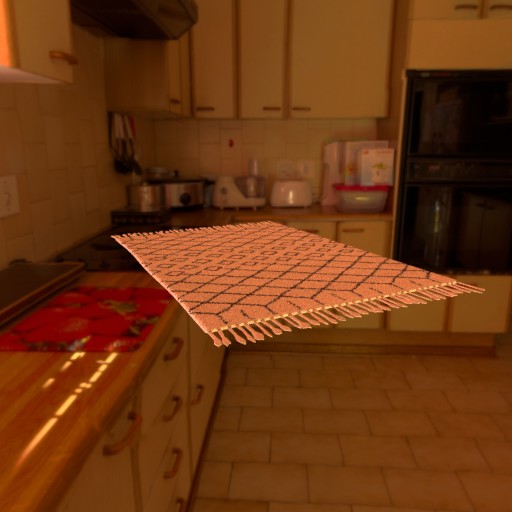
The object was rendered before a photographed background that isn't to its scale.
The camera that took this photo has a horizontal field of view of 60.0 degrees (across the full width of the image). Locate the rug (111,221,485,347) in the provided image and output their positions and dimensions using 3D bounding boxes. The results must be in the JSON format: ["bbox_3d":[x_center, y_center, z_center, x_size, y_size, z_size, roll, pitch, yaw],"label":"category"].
[{"bbox_3d":[0.000,0.000,3.300,1.664,0.029,2.615,-7,16,-26],"label":"rug"}]
